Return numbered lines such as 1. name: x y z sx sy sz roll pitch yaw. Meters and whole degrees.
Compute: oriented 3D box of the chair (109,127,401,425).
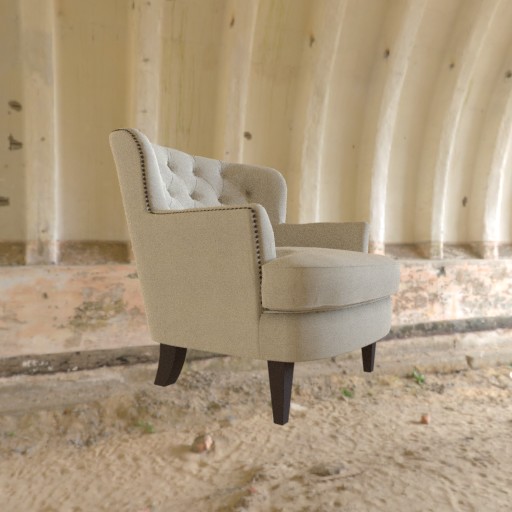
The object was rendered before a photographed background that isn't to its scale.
1. chair: 0.000 0.000 1.577 0.906 0.868 0.848 0 0 35
